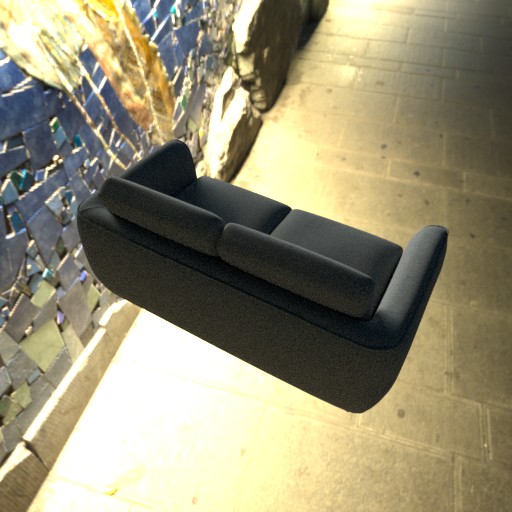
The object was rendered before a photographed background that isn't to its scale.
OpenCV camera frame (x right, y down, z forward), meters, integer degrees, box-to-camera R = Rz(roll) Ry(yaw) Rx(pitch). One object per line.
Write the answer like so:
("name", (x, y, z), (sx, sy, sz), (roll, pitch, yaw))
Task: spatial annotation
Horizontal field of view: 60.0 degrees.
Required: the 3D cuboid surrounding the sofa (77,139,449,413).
("sofa", (0.000, 0.000, 2.286), (1.700, 0.870, 0.920), (23, 49, 21))
